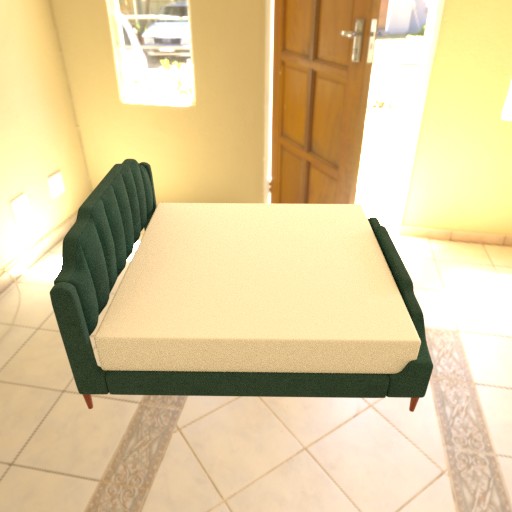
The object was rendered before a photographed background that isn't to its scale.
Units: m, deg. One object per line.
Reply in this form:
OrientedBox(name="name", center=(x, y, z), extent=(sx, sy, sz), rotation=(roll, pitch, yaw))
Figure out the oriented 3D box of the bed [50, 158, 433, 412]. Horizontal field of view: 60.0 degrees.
OrientedBox(name="bed", center=(0.000, 0.000, 3.579), extent=(2.340, 1.245, 2.074), rotation=(0, 32, 1))
